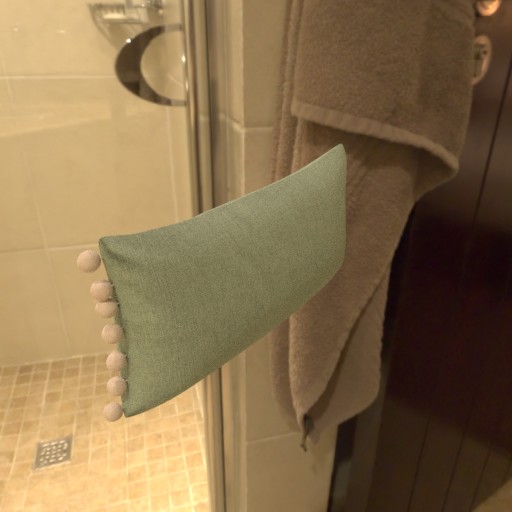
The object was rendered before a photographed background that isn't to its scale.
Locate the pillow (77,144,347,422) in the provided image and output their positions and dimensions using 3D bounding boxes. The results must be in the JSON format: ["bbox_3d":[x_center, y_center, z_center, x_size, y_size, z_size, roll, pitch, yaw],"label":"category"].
[{"bbox_3d":[0.000,0.000,0.851,0.201,0.322,0.709,19,31,33],"label":"pillow"}]
